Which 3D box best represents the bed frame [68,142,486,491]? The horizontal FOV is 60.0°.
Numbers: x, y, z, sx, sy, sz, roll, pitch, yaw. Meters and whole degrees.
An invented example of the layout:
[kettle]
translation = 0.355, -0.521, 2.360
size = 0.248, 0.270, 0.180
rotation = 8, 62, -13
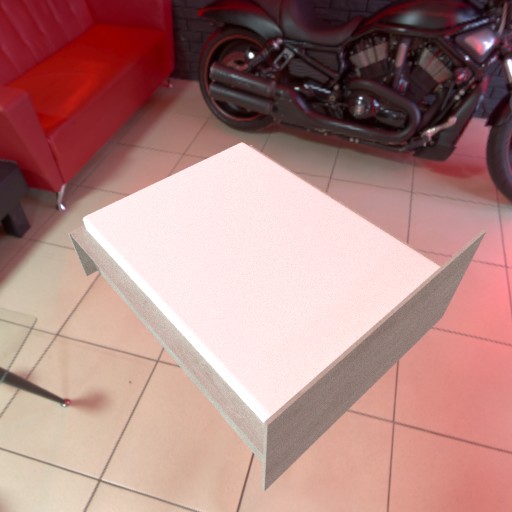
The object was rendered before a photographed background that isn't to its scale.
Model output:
[bed frame]
translation = 0.000, 0.000, 2.840
size = 1.622, 0.800, 1.960
rotation = -33, 54, -27
